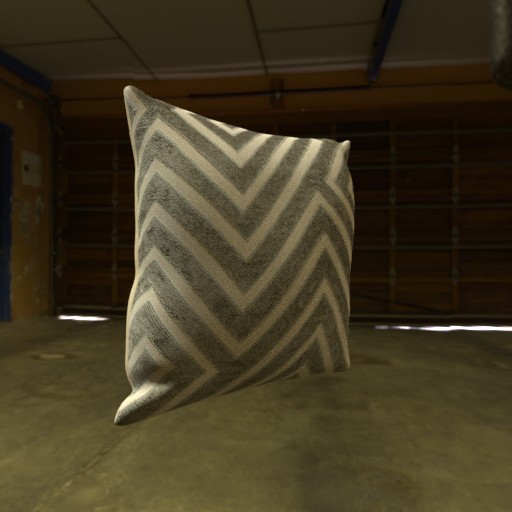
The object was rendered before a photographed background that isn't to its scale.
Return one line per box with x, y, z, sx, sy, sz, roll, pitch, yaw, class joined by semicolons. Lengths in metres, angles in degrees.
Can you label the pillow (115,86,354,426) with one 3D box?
0.000;0.000;0.693;0.440;0.441;0.182;0;0;-37;pillow
